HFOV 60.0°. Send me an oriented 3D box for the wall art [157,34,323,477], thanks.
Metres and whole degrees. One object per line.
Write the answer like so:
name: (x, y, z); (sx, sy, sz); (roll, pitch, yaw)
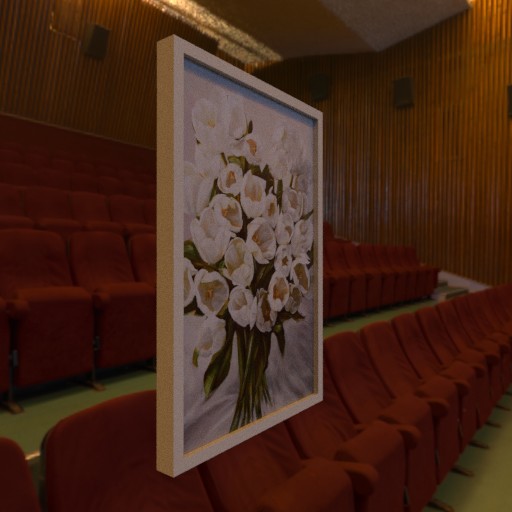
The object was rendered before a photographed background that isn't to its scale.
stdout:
wall art: (0.000, 0.000, 0.551); (0.025, 0.428, 0.293); (0, 0, 38)
